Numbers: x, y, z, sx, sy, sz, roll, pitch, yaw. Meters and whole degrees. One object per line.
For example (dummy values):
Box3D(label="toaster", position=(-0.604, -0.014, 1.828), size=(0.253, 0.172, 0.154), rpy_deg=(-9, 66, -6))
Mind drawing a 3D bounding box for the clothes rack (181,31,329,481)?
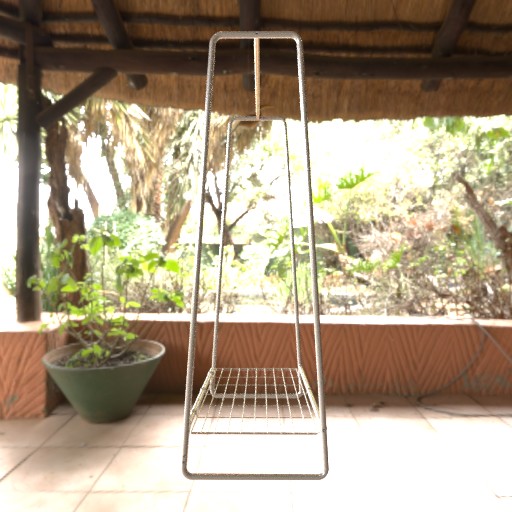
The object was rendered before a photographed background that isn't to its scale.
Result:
Box3D(label="clothes rack", position=(0.000, 0.000, 1.923), size=(0.495, 1.500, 0.900), rpy_deg=(0, -1, 1))
